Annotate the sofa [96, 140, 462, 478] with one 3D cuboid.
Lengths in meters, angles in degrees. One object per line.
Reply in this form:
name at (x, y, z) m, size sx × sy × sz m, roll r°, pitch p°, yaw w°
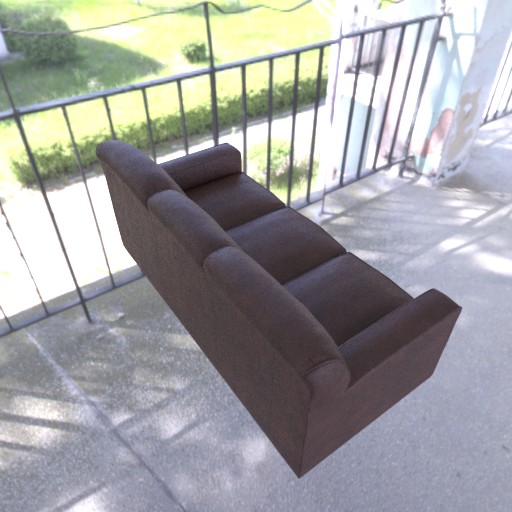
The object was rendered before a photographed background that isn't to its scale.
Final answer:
sofa at (0.000, 0.000, 2.558) m, size 1.008 × 0.953 × 2.039 m, roll -25°, pitch 47°, yaw -26°
